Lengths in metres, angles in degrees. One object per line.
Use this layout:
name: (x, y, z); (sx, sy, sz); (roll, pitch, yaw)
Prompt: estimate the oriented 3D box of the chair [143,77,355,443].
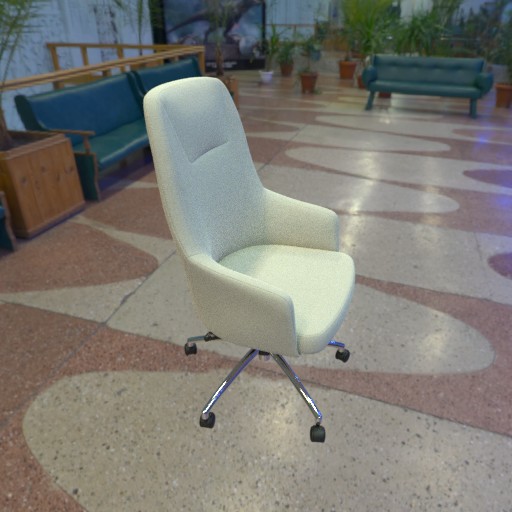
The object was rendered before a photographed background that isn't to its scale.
chair: (0.000, 0.000, 1.454); (0.640, 1.049, 0.620); (11, 31, 18)
